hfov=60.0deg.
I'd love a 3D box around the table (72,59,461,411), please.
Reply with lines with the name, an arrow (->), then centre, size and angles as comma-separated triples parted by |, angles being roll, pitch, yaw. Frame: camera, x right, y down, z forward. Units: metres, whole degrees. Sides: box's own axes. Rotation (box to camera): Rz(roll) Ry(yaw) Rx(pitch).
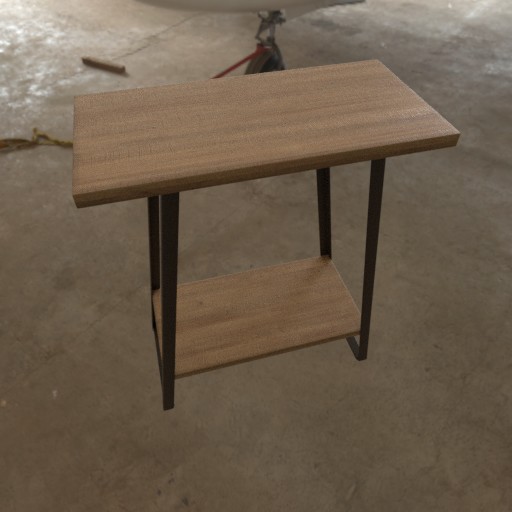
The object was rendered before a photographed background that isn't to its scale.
table -> 0.000, 0.000, 1.007 | 0.599, 0.701, 0.300 | -11, 47, -11
